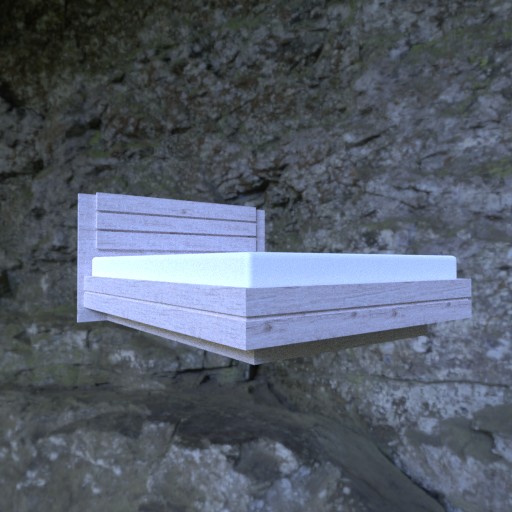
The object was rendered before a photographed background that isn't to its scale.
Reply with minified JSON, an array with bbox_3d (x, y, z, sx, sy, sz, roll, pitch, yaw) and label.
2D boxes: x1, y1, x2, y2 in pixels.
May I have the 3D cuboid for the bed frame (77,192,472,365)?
[{"bbox_3d":[0.000,0.000,2.991,1.750,0.970,2.080,1,-1,-37],"label":"bed frame"}]
